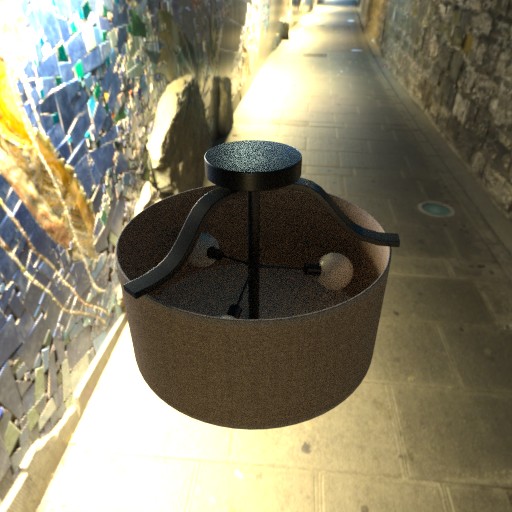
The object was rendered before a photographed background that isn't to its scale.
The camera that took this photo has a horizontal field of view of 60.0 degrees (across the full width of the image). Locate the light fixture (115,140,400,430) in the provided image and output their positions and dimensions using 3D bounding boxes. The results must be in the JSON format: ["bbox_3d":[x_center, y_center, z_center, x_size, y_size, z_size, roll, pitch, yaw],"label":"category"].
[{"bbox_3d":[0.000,0.000,0.650,0.390,0.306,0.390,0,32,0],"label":"light fixture"}]
